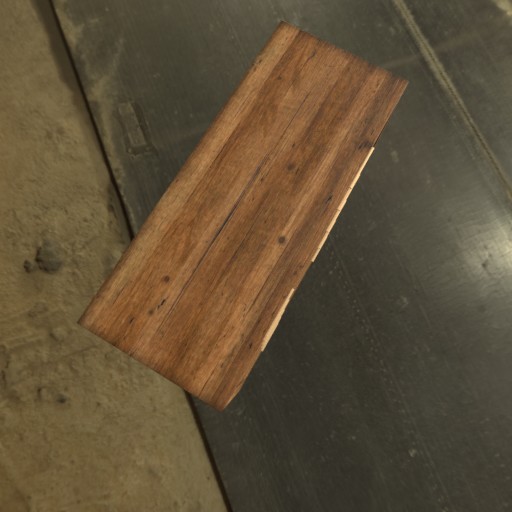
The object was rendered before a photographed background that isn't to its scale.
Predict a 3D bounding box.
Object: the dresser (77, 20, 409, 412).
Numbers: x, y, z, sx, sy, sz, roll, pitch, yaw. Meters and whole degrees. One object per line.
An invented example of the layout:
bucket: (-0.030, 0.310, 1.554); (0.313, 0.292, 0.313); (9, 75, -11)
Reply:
dresser: (0.000, 0.000, 1.873); (0.438, 1.359, 1.067); (29, 77, 7)
